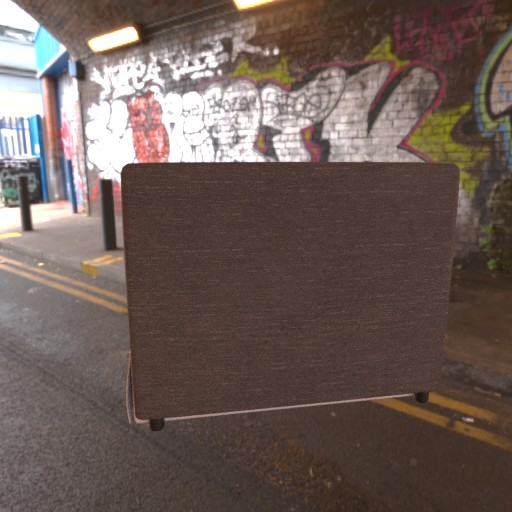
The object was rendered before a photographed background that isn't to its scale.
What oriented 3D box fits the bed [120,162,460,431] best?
[{"bbox_3d":[0.000,0.000,3.202,1.723,1.330,2.142,-2,12,-10],"label":"bed"}]
